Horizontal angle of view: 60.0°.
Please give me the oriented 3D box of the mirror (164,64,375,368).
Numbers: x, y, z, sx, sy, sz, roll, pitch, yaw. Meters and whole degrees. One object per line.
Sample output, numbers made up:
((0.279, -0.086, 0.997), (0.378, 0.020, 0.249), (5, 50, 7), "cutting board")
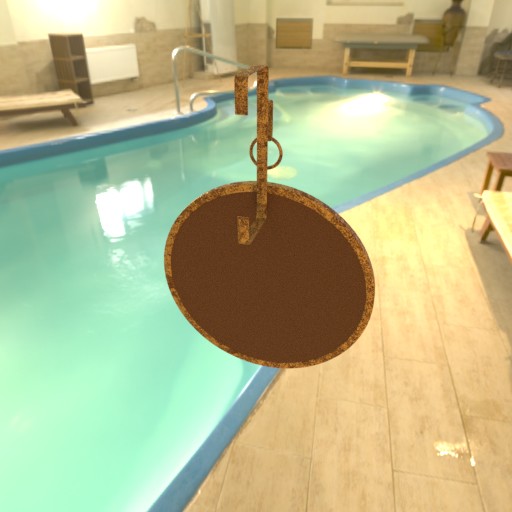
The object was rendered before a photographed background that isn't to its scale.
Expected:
((0.000, 0.000, 0.823), (0.447, 0.651, 0.144), (9, 32, 14), "mirror")
